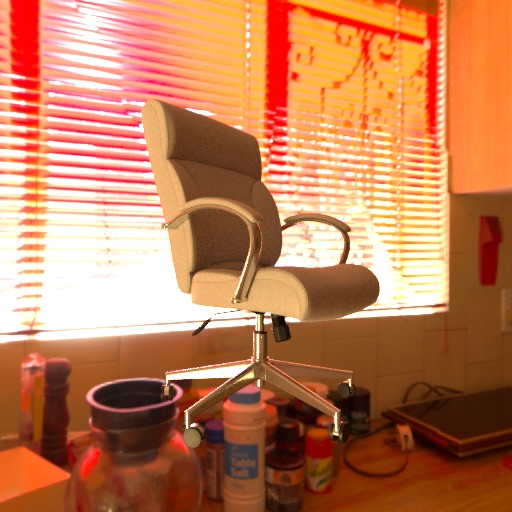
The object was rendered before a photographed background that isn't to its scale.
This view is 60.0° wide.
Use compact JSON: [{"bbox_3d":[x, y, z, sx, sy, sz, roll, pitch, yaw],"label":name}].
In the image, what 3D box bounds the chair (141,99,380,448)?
[{"bbox_3d":[0.000,0.000,1.571,0.745,1.099,0.727,0,0,35],"label":"chair"}]
